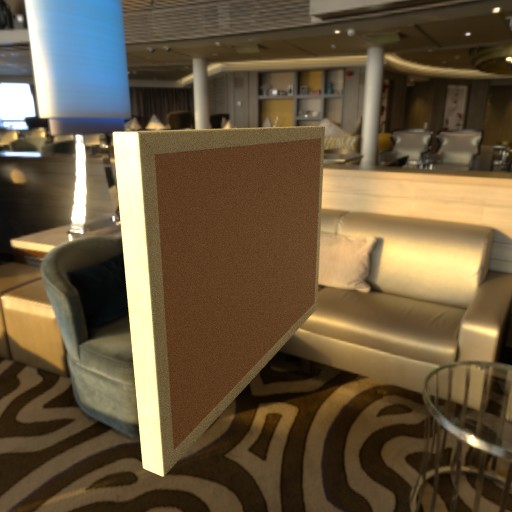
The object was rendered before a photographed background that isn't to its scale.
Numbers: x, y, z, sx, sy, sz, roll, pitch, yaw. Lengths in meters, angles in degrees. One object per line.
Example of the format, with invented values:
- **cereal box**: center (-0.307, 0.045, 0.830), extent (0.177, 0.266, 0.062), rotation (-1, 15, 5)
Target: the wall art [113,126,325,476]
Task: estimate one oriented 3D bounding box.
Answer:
- **wall art**: center (0.000, 0.000, 0.687), extent (0.032, 0.381, 0.533), rotation (8, 19, 25)
